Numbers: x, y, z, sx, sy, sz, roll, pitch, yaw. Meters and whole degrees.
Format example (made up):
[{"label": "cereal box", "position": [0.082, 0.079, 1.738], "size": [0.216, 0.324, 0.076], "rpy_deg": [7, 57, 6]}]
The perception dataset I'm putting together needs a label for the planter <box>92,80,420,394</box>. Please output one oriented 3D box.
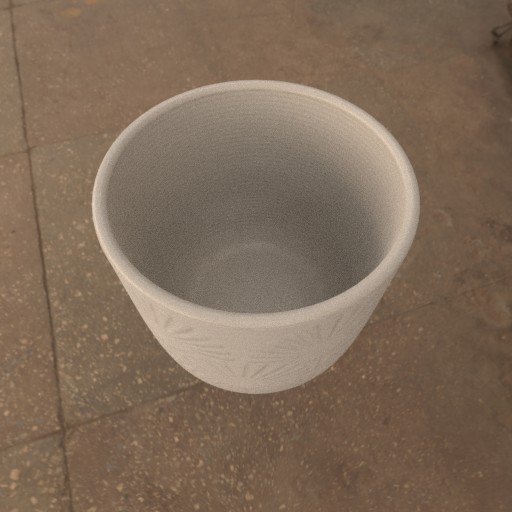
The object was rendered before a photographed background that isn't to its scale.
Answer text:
[{"label": "planter", "position": [0.000, 0.000, 0.215], "size": [0.124, 0.109, 0.124], "rpy_deg": [0, 57, 0]}]
